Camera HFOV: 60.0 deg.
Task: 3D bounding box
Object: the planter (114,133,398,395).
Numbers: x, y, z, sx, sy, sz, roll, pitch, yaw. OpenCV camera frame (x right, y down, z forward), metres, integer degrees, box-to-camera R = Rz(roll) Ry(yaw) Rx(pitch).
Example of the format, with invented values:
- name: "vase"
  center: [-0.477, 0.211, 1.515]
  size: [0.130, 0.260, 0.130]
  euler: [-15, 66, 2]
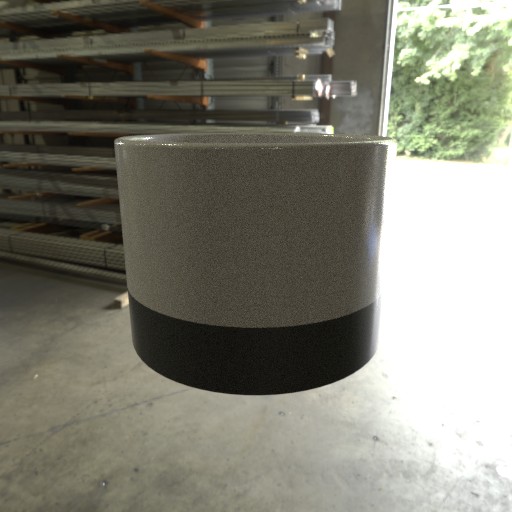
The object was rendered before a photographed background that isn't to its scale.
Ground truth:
- name: "planter"
  center: [0.000, 0.000, 0.341]
  size: [0.193, 0.177, 0.193]
  euler: [0, 17, 0]
